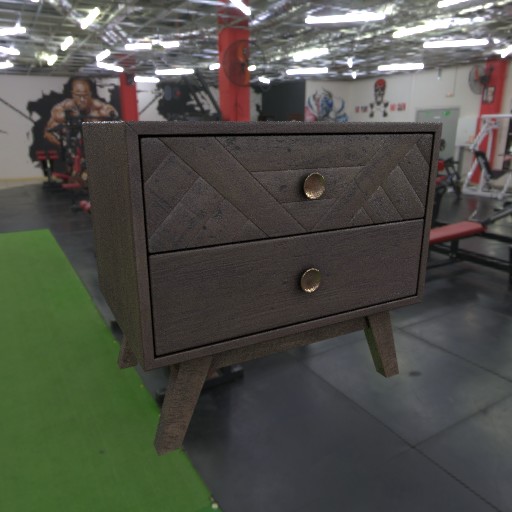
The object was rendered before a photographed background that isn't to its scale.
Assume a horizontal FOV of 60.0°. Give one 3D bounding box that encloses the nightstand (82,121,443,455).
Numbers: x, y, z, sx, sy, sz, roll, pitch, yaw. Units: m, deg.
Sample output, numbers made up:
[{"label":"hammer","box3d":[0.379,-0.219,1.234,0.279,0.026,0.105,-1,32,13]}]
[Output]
[{"label":"nightstand","box3d":[0.000,0.000,1.037,0.650,0.599,0.450,-9,19,-27]}]
